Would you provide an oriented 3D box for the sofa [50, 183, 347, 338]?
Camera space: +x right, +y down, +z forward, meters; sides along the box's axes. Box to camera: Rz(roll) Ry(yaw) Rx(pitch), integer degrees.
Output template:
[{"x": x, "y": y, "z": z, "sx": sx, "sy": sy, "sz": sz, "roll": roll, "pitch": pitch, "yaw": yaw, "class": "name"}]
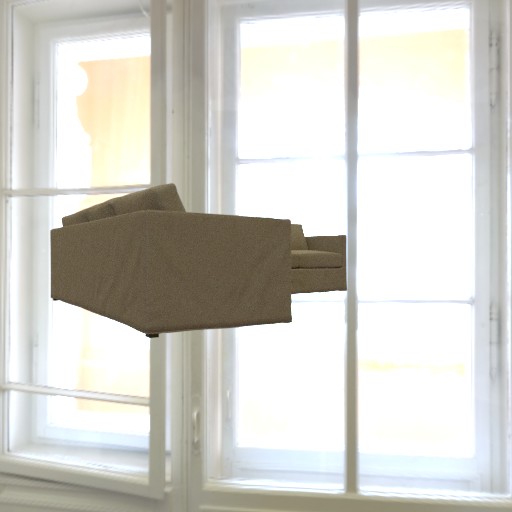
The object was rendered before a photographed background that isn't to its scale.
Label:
[{"x": 0.000, "y": 0.000, "z": 4.230, "sx": 3.182, "sy": 0.871, "sz": 2.432, "roll": 0, "pitch": 0, "yaw": -36, "class": "sofa"}]
